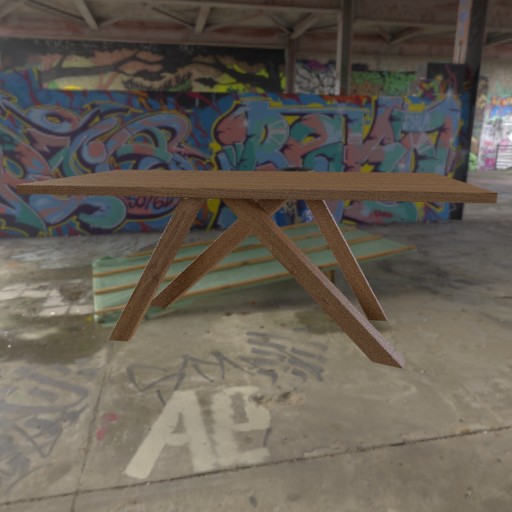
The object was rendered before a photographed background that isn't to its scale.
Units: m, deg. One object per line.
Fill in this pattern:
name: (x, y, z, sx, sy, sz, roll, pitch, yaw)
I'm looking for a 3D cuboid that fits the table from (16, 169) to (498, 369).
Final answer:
table: (0.000, 0.000, 2.160, 1.797, 0.750, 0.901, 2, 15, 8)
